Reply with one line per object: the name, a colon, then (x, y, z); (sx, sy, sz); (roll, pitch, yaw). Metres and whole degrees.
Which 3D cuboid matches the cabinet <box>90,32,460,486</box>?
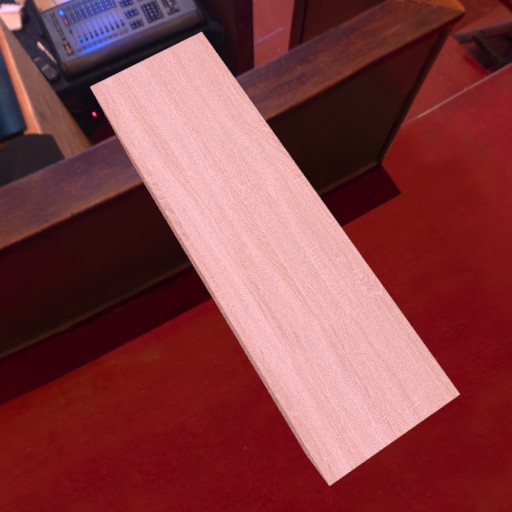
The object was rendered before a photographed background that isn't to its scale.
cabinet: (0.000, 0.000, 1.937); (0.500, 0.780, 1.649); (-31, 76, -9)
